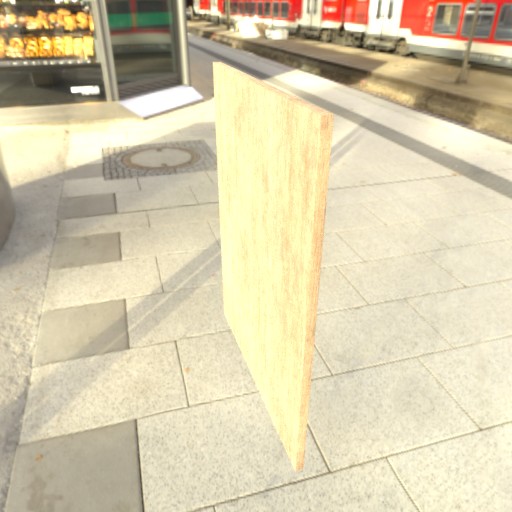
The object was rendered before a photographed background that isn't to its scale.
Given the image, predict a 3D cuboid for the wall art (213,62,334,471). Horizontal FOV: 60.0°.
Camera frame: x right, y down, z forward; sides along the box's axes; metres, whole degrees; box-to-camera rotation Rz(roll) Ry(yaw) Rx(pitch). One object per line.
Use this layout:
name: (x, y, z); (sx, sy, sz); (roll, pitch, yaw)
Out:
wall art: (0.000, 0.000, 0.922); (0.018, 0.686, 0.534); (-10, 32, -16)
